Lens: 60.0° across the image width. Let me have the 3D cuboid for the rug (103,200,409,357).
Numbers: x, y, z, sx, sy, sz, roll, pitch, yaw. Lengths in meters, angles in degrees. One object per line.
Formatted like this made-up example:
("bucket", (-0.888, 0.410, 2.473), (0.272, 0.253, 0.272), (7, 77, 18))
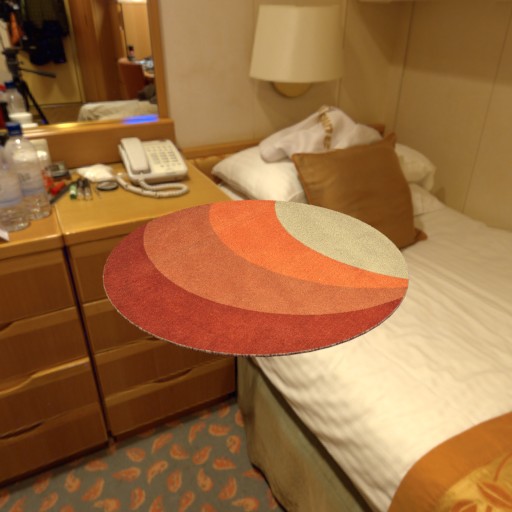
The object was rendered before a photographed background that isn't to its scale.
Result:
("rug", (0.000, 0.000, 2.289), (1.514, 0.015, 1.514), (0, 29, 0))
